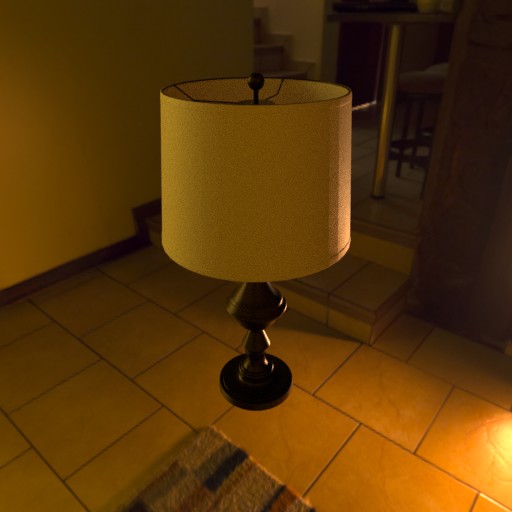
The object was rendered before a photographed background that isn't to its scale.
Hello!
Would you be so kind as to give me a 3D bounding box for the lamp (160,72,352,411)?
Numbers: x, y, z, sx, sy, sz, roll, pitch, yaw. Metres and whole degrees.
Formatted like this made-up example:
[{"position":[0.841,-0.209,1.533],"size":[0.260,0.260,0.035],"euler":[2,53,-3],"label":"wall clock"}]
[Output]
[{"position":[0.000,0.000,0.943],"size":[0.383,0.726,0.383],"euler":[0,29,0],"label":"lamp"}]
